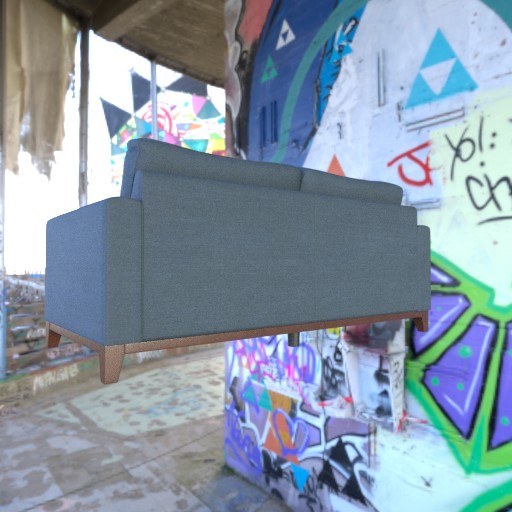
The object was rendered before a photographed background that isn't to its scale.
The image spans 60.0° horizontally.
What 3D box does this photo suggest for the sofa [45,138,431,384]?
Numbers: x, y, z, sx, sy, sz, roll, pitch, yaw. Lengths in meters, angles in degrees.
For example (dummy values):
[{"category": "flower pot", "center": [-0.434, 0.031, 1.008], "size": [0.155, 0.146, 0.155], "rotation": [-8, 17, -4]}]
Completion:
[{"category": "sofa", "center": [0.000, 0.000, 2.347], "size": [1.900, 0.865, 0.877], "rotation": [1, -1, -37]}]
